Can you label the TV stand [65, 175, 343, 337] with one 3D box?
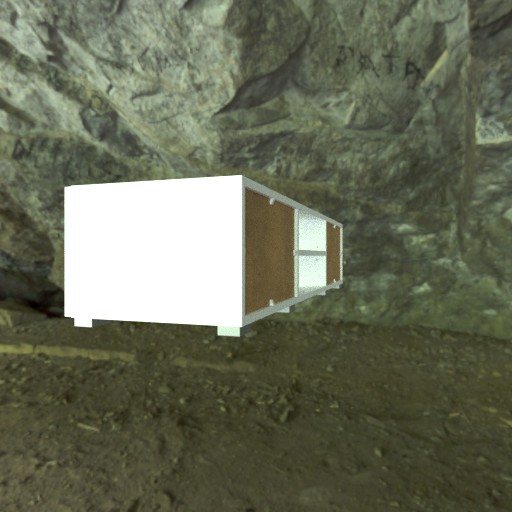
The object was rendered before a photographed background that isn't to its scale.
[{"bbox_3d":[0.000,0.000,1.576,0.420,0.310,1.400,0,0,19],"label":"TV stand"}]
